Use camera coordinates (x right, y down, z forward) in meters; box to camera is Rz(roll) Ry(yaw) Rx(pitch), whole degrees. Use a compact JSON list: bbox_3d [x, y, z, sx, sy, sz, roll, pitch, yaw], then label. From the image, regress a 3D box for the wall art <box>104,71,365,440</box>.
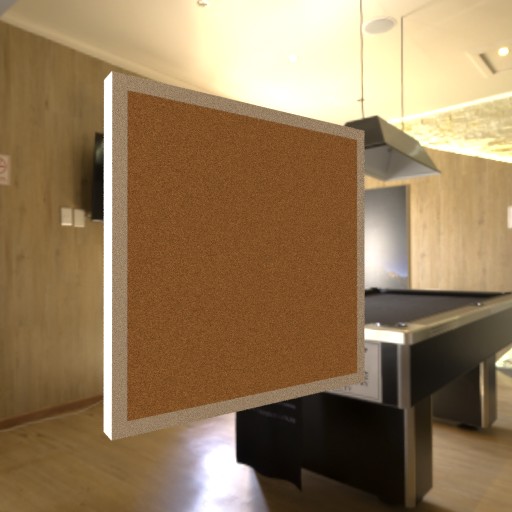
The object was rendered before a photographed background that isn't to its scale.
[{"bbox_3d":[0.000,0.000,0.769,0.507,0.508,0.038,0,0,-35],"label":"wall art"}]
